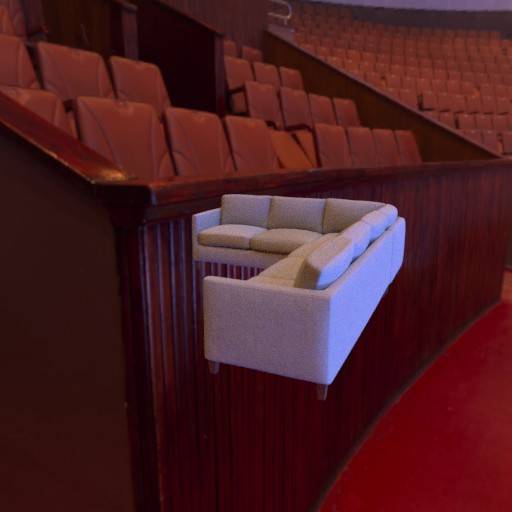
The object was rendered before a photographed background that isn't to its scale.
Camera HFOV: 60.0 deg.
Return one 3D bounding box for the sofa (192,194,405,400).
[{"bbox_3d":[0.000,0.000,4.627,2.592,0.947,3.301,6,15,24],"label":"sofa"}]
